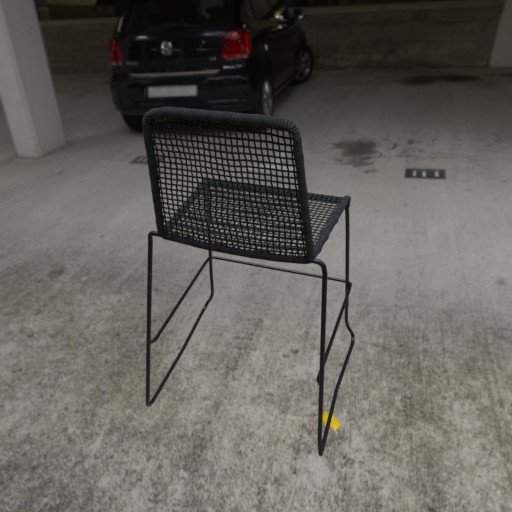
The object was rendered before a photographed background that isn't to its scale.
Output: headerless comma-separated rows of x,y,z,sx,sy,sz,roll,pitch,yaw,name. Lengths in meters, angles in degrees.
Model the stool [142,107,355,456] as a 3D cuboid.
0.000,0.000,1.233,0.590,0.905,0.509,10,34,15,stool
